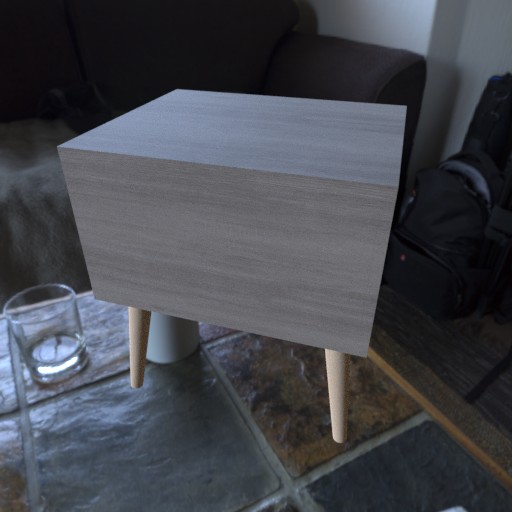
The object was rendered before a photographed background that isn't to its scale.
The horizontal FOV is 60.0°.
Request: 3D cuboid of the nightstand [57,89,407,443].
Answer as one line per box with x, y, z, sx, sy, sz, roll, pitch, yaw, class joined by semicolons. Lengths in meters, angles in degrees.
0.000;0.000;0.835;0.450;0.500;0.380;10;34;15;nightstand
